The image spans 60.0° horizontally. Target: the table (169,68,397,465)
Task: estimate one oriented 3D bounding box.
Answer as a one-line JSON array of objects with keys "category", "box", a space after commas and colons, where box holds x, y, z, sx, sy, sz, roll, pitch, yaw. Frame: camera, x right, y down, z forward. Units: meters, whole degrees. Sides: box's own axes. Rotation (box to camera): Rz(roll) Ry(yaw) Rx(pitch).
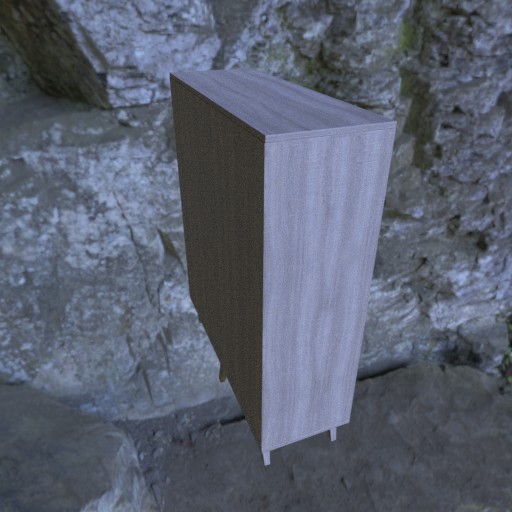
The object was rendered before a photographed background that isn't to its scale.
[{"category": "table", "box": [0.000, 0.000, 1.959, 0.398, 1.388, 1.111, -11, 32, -19]}]
